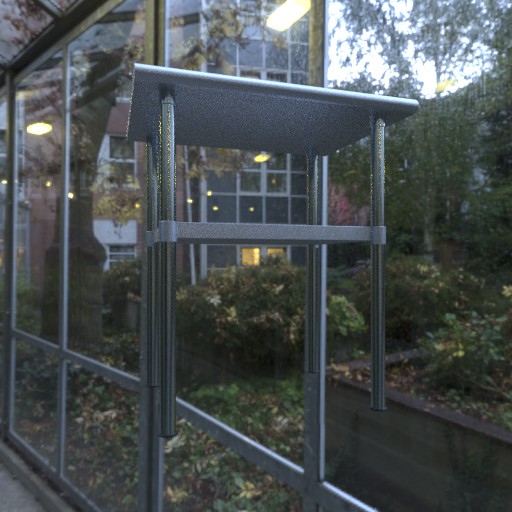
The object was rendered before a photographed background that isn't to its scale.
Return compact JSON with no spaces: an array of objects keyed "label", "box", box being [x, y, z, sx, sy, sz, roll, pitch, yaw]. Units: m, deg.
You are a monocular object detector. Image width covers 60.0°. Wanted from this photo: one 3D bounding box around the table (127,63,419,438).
[{"label":"table","box":[0.000,0.000,1.388,0.762,0.876,0.584,0,0,-18]}]
